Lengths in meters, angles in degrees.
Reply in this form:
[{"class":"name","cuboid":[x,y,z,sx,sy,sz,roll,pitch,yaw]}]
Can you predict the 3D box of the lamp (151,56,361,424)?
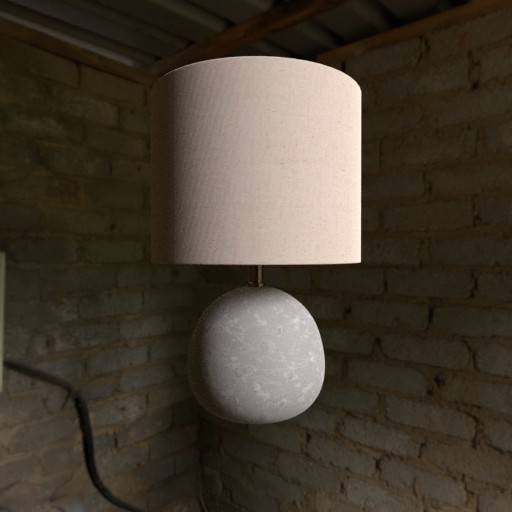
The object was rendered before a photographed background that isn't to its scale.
[{"class":"lamp","cuboid":[0.000,0.000,0.585,0.269,0.409,0.269,0,1,2]}]
